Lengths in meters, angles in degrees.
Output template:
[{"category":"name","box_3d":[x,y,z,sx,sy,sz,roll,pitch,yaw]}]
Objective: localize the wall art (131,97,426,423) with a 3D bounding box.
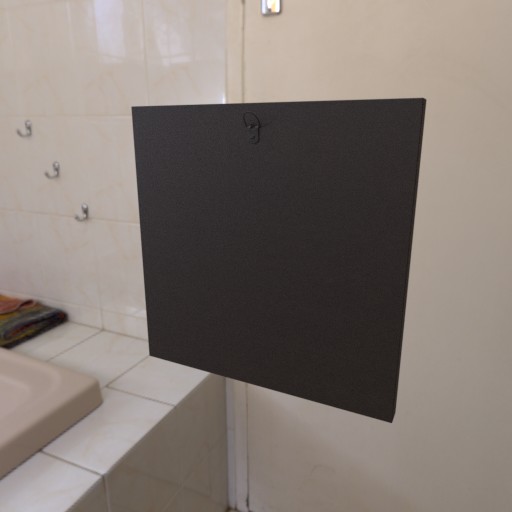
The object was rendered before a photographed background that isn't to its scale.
[{"category":"wall art","box_3d":[0.000,0.000,0.534,0.349,0.349,0.038,8,18,26]}]
